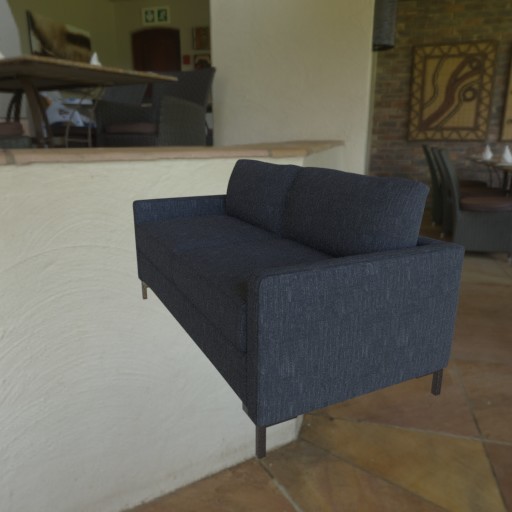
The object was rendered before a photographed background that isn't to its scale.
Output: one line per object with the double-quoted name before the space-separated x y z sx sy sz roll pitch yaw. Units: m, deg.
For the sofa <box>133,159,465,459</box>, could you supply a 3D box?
"sofa" 0.000 0.000 2.190 0.866 0.862 1.716 -8 17 -26
